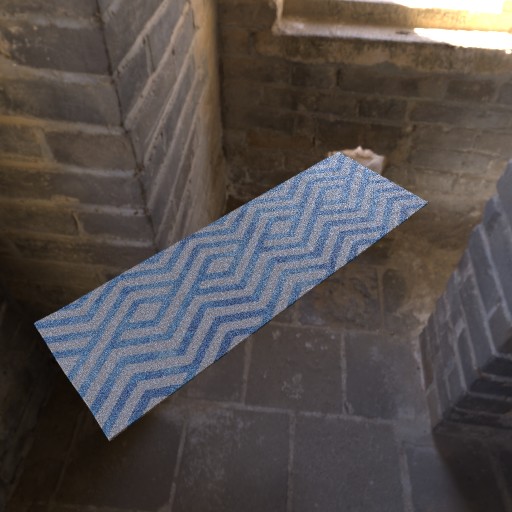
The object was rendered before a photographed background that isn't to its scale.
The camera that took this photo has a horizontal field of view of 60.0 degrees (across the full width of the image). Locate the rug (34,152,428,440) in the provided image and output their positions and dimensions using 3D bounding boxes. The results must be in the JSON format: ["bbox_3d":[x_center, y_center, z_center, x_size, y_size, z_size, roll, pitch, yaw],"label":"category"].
[{"bbox_3d":[0.000,0.000,1.655,1.492,0.007,0.503,-33,55,-27],"label":"rug"}]
